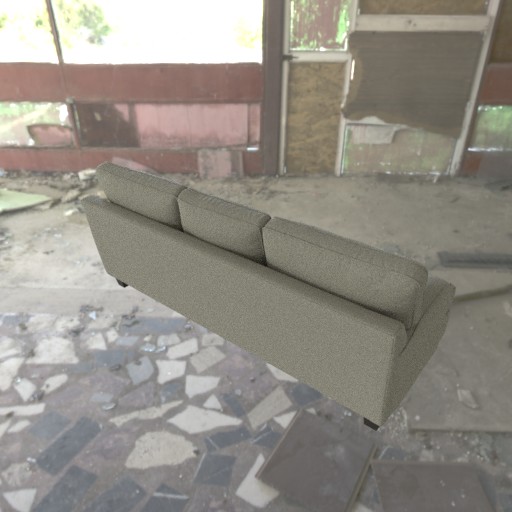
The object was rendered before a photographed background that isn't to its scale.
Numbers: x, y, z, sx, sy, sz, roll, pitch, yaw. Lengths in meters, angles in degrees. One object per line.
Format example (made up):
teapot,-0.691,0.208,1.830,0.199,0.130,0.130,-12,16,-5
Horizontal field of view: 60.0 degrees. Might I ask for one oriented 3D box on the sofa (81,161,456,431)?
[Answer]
sofa,0.000,0.000,2.907,2.323,0.997,1.016,22,37,32
